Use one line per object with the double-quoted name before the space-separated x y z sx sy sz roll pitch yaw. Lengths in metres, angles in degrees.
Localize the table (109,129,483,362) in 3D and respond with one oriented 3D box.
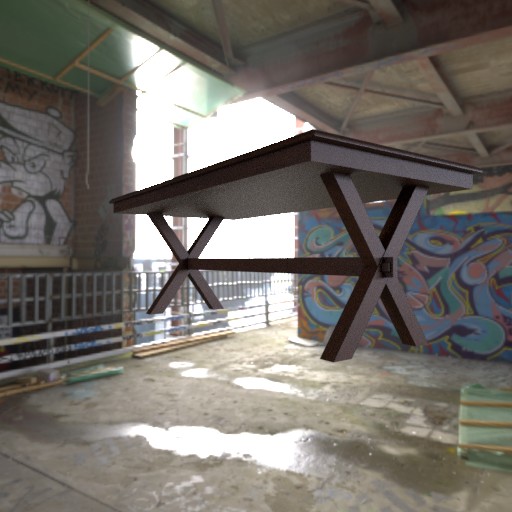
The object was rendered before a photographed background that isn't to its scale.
"table" 0.000 0.000 1.466 0.594 0.459 1.197 0 -1 -36
